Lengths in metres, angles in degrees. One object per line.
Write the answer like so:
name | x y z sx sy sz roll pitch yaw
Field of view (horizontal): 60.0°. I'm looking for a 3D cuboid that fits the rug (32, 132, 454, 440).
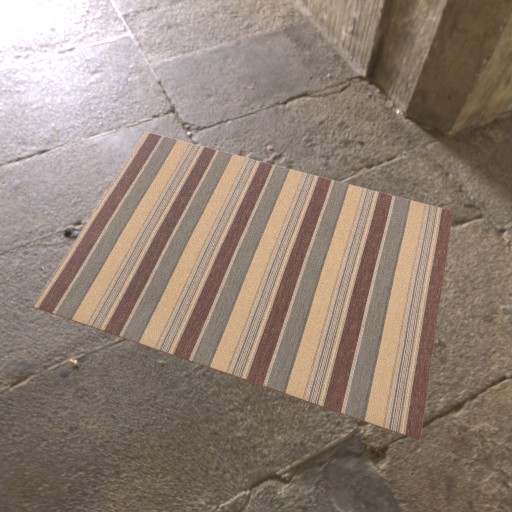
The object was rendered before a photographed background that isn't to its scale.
rug | 0.000 0.000 2.242 1.829 0.008 1.219 16 61 9
